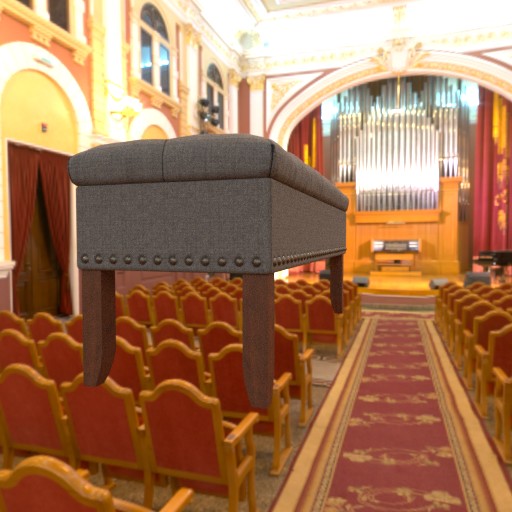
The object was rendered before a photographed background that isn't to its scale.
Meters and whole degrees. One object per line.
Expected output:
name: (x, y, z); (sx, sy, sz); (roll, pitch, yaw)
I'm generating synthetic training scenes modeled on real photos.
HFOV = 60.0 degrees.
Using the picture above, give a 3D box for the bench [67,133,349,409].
bench: (0.000, 0.000, 1.274); (0.417, 0.470, 1.052); (1, 2, 18)
